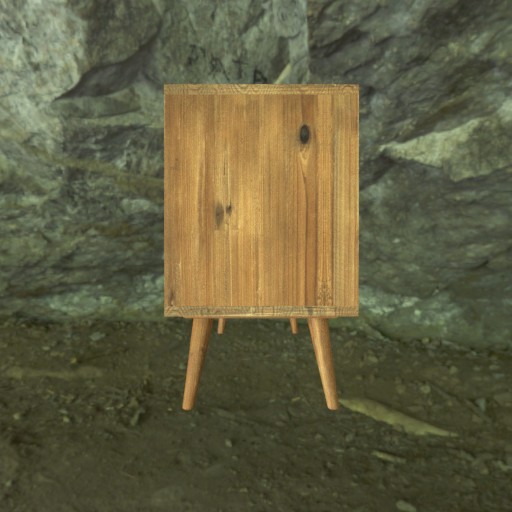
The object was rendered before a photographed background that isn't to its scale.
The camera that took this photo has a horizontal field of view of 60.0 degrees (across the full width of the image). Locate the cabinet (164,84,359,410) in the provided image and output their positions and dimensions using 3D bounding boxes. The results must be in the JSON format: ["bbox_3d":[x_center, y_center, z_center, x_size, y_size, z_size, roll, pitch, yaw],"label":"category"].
[{"bbox_3d":[0.000,0.000,1.723,0.472,0.800,1.400,0,0,0],"label":"cabinet"}]
